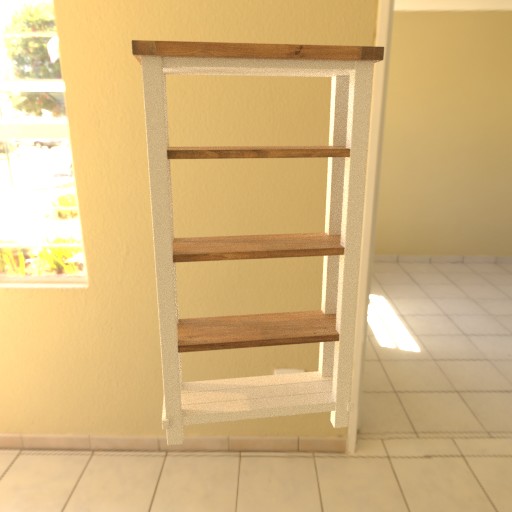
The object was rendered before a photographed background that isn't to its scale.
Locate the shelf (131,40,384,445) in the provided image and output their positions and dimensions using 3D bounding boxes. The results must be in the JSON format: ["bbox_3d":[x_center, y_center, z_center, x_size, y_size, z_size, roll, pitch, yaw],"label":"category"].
[{"bbox_3d":[0.000,0.000,2.213,1.022,1.878,0.381,-2,17,-8],"label":"shelf"}]
